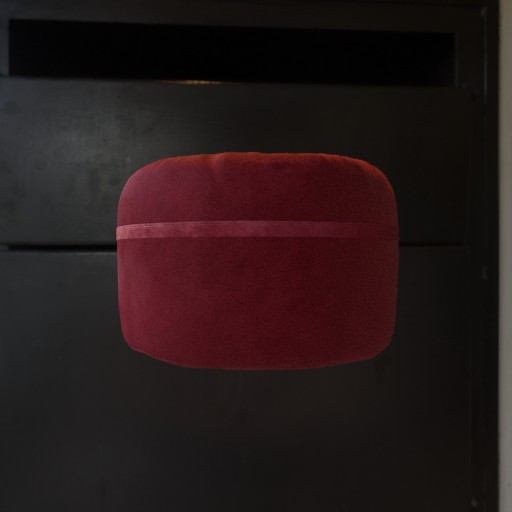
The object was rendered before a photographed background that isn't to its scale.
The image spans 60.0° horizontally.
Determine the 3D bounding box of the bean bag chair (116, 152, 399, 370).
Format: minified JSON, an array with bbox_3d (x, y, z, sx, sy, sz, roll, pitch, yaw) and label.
[{"bbox_3d":[0.000,0.000,1.977,1.219,0.762,1.219,0,1,0],"label":"bean bag chair"}]
